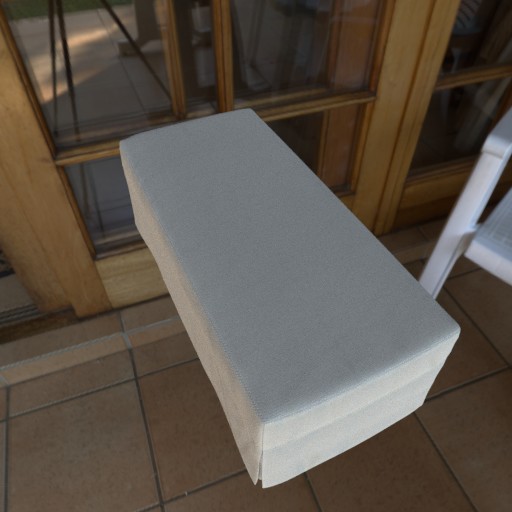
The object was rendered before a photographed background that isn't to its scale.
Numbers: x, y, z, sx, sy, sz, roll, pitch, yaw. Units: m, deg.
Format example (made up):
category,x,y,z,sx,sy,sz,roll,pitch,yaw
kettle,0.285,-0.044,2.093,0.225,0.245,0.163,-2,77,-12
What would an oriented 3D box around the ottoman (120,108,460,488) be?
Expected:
category,x,y,z,sx,sy,sz,roll,pitch,yaw
ottoman,0.000,0.000,1.671,0.665,0.457,1.388,-20,50,-18
